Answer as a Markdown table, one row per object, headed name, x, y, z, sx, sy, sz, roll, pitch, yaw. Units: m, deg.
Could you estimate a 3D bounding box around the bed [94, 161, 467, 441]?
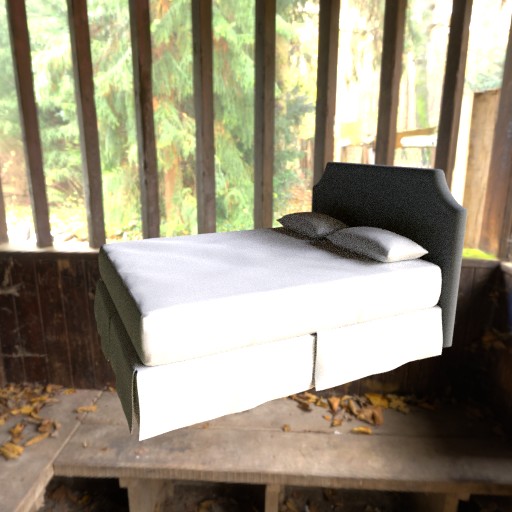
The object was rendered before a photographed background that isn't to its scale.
| name | x | y | z | sx | sy | sz | roll | pitch | yaw |
| --- | --- | --- | --- | --- | --- | --- | --- | --- | --- |
| bed | 0.000 | 0.000 | 3.328 | 2.259 | 1.296 | 1.811 | -7 | 16 | -25 |
